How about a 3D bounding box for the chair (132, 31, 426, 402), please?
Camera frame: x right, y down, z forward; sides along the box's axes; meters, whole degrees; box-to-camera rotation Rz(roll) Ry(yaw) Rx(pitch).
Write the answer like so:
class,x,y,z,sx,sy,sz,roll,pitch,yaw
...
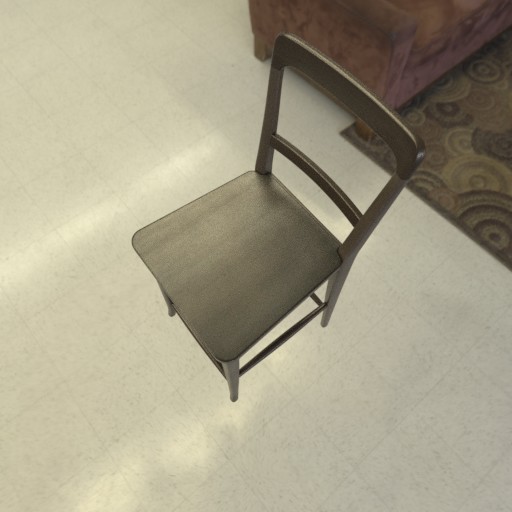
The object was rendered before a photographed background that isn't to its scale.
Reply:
class,x,y,z,sx,sy,sz,roll,pitch,yaw
chair,0.000,0.000,1.281,0.546,0.991,0.450,-35,68,-16
